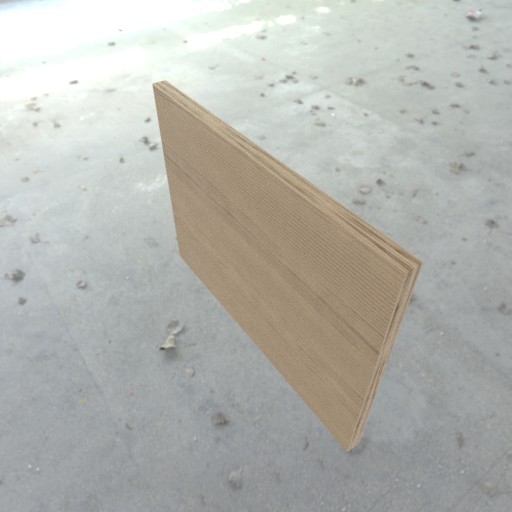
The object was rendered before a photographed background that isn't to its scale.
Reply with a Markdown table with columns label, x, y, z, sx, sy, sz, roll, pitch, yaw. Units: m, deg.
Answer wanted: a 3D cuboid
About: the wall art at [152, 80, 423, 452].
| label | x | y | z | sx | sy | sz | roll | pitch | yaw |
| --- | --- | --- | --- | --- | --- | --- | --- | --- | --- |
| wall art | 0.000 | 0.000 | 1.115 | 0.063 | 0.609 | 0.841 | -26 | 49 | -25 |
